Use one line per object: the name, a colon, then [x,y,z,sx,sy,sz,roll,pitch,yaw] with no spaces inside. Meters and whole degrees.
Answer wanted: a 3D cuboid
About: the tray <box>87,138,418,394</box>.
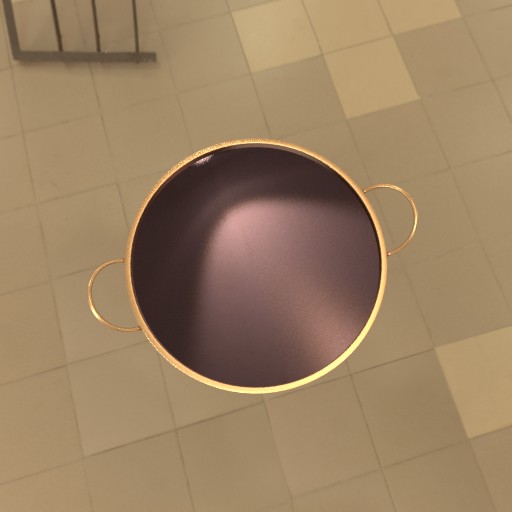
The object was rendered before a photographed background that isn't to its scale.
tray: [0.000,0.000,0.735,0.543,0.069,0.438,-16,77,-4]
